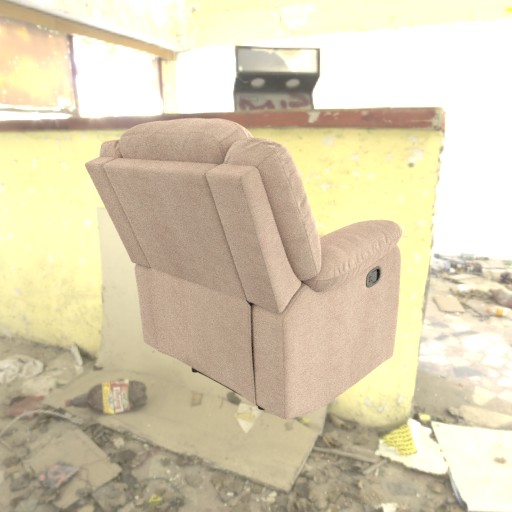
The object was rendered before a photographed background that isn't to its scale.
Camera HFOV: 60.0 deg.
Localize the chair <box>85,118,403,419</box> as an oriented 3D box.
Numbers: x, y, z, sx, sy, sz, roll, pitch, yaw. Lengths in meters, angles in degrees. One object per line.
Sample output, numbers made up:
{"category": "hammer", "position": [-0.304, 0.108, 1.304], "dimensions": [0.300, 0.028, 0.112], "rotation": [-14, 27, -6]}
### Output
{"category": "chair", "position": [0.000, 0.000, 1.727], "dimensions": [0.899, 1.008, 0.944], "rotation": [14, 20, 42]}
